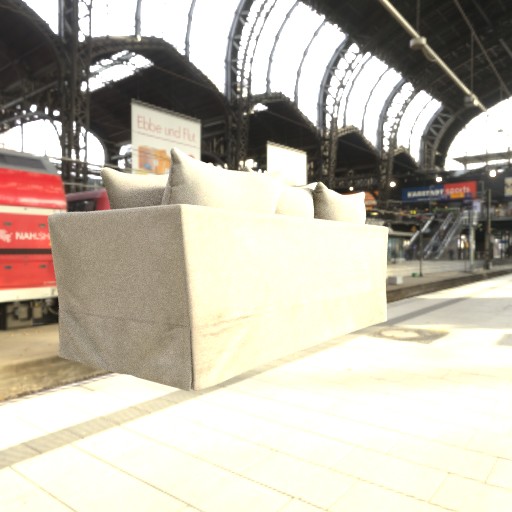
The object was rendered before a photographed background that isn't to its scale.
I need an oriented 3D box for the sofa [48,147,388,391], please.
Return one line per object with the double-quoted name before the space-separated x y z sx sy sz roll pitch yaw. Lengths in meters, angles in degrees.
"sofa" 0.000 0.000 2.901 1.031 1.034 2.290 1 1 36
